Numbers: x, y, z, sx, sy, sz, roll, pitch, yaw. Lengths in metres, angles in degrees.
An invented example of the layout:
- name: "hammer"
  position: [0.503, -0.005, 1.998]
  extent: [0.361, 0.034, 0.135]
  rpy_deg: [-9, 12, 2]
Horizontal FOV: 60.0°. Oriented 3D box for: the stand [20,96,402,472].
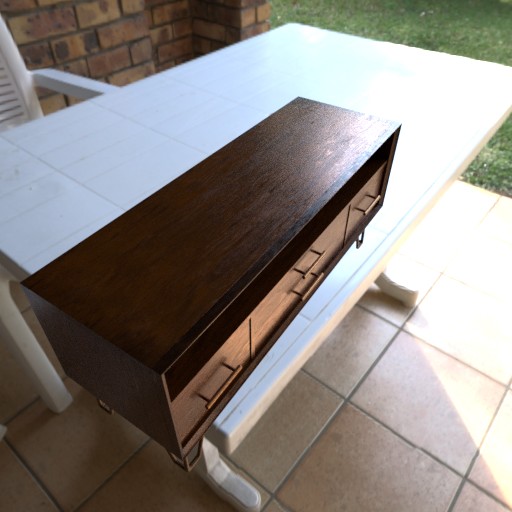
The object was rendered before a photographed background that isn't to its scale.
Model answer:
- name: "stand"
  position: [0.000, 0.000, 1.614]
  extent: [0.481, 0.610, 1.372]
  rpy_deg: [24, 47, 24]
